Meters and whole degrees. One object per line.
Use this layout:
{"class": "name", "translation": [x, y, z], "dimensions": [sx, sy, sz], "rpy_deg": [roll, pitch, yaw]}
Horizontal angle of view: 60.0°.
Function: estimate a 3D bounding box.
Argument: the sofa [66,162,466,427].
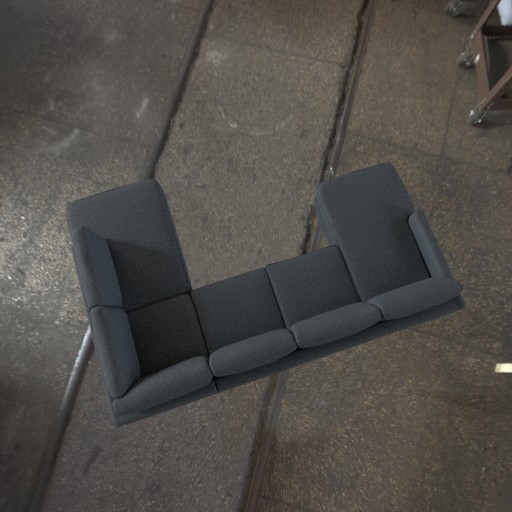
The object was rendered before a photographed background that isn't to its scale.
{"class": "sofa", "translation": [0.000, 0.000, 3.871], "dimensions": [2.975, 0.858, 1.984], "rpy_deg": [-18, 76, -5]}
